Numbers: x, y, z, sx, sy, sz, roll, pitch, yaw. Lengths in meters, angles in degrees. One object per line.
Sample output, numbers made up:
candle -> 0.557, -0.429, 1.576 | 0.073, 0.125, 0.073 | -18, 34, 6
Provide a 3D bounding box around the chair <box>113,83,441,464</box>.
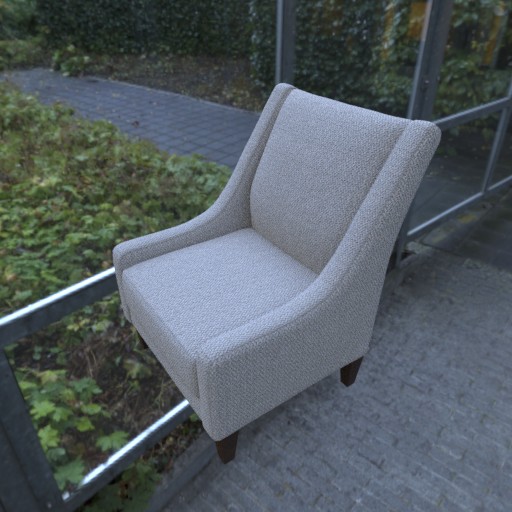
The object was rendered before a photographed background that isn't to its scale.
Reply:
chair -> 0.000, 0.000, 1.634 | 0.870, 1.014, 0.774 | -21, 38, -29
